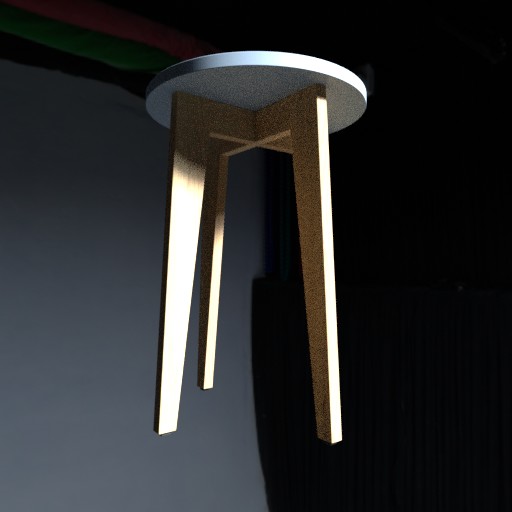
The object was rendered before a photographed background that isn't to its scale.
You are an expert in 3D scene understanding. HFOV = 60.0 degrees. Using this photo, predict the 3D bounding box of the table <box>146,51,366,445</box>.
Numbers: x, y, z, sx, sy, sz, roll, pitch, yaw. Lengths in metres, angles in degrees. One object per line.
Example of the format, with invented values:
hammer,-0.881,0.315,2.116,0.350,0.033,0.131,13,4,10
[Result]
table,0.000,0.000,0.719,0.350,0.500,0.350,0,-1,0
